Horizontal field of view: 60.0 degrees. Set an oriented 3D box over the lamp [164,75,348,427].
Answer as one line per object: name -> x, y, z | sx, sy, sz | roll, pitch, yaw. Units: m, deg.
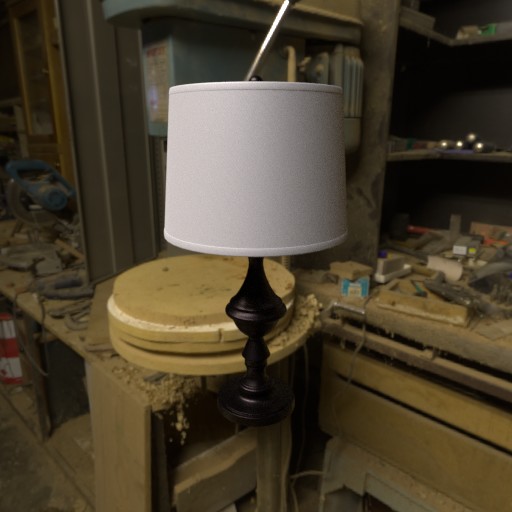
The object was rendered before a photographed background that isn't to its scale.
lamp -> 0.000, 0.000, 0.957 | 0.383, 0.726, 0.383 | 0, 16, 0
